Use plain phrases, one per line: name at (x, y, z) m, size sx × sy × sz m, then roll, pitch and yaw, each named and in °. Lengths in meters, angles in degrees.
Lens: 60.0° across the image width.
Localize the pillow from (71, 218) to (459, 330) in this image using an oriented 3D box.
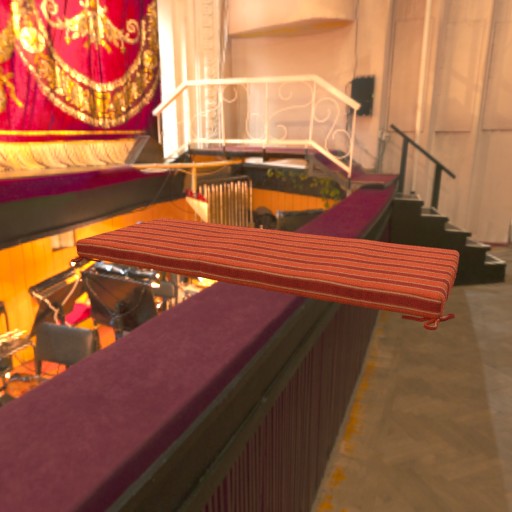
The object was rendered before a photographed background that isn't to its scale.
pillow at (0.000, 0.000, 1.399) m, size 1.187 × 0.081 × 0.492 m, roll 8°, pitch 18°, yaw 26°
